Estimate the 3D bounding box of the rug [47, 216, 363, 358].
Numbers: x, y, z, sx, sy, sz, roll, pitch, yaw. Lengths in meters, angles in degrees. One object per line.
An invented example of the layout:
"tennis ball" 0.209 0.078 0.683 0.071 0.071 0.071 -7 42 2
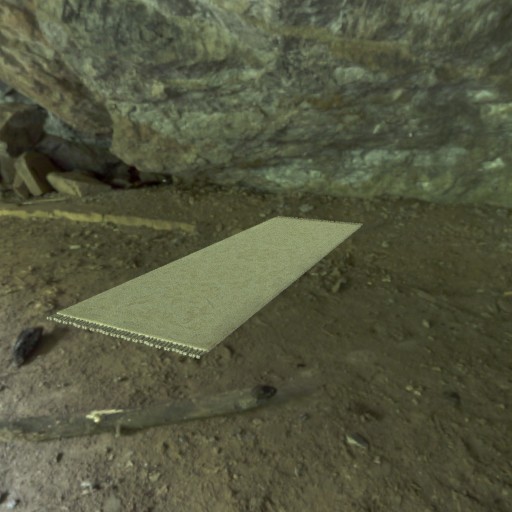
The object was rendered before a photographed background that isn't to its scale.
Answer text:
"rug" 0.000 0.000 2.863 0.795 0.015 2.544 8 18 25
